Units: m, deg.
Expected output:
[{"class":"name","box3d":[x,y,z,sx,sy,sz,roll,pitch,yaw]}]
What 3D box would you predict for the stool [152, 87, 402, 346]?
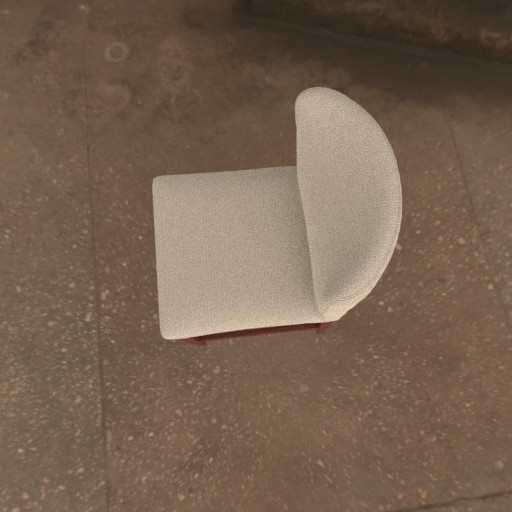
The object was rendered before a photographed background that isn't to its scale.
[{"class":"stool","box3d":[0.000,0.000,1.366,0.568,1.069,0.481,-6,75,-2]}]
